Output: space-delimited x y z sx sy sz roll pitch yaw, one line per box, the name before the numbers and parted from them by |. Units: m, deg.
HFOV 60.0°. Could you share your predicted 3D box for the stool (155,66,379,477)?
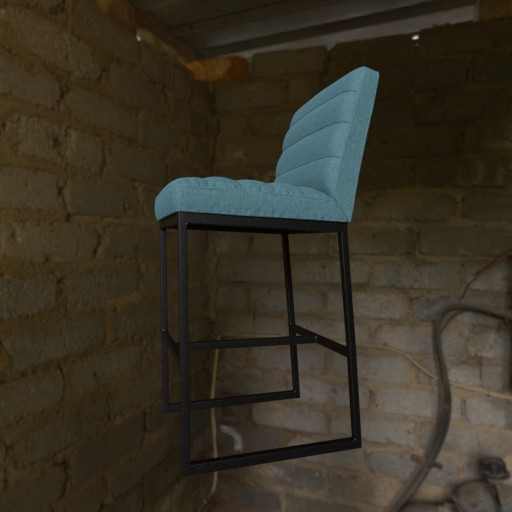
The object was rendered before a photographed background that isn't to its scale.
stool | 0.000 0.000 1.330 0.560 1.040 0.460 0 2 -18
